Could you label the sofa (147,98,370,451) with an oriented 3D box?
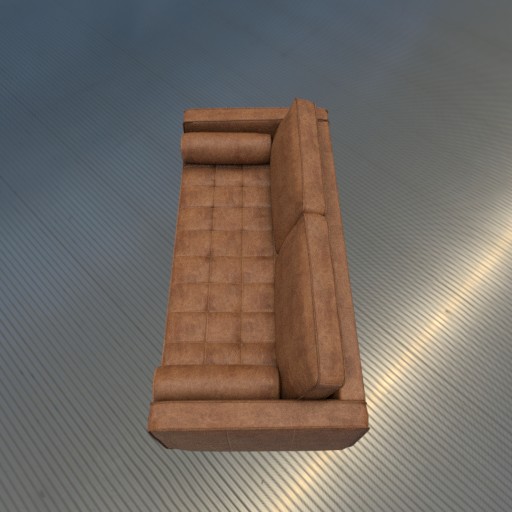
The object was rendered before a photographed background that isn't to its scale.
[{"bbox_3d":[0.000,0.000,2.428,0.924,0.825,1.920,0,58,0],"label":"sofa"}]
